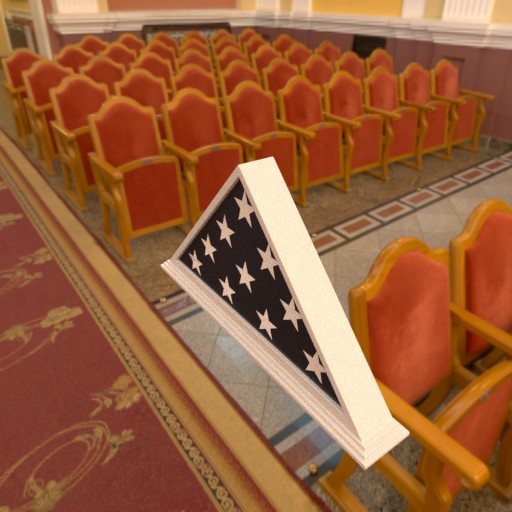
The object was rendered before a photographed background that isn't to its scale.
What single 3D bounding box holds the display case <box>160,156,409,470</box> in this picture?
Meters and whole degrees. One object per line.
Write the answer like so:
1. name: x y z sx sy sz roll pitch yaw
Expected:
1. display case: 0.000 0.000 0.765 0.095 0.340 0.640 -21 37 -30
